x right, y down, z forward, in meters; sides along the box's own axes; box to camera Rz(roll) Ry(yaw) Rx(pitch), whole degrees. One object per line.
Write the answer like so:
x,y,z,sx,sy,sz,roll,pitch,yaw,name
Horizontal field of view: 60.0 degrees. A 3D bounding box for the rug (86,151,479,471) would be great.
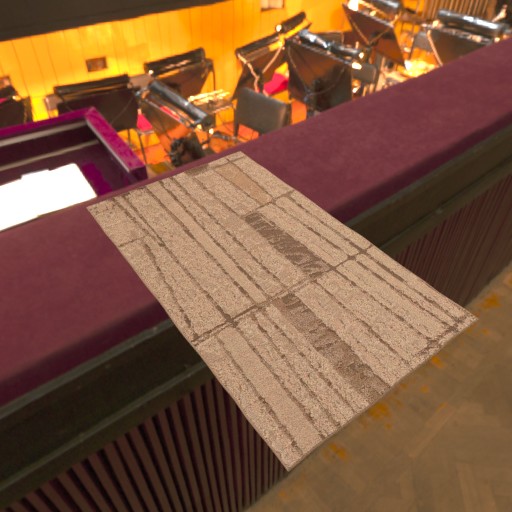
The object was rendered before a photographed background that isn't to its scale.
0.000,0.000,1.064,0.515,0.007,0.867,-27,49,-26,rug
